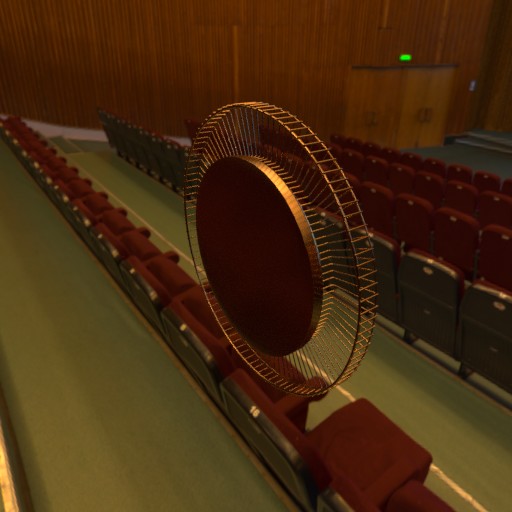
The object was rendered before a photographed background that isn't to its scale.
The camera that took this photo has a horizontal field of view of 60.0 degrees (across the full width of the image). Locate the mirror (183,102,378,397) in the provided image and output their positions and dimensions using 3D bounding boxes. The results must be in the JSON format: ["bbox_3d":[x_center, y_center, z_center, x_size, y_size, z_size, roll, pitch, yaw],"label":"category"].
[{"bbox_3d":[0.000,0.000,1.076,0.067,0.703,0.703,-18,32,-31],"label":"mirror"}]
